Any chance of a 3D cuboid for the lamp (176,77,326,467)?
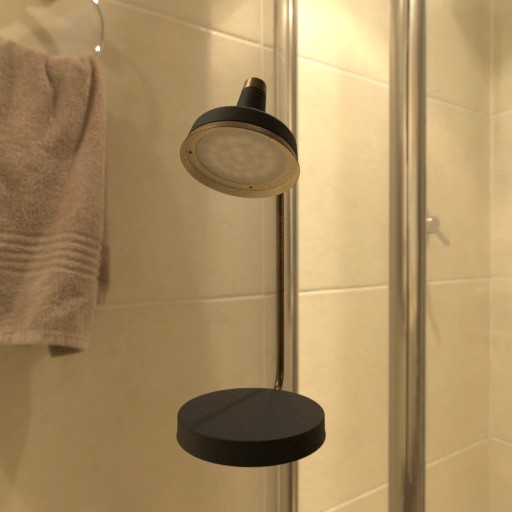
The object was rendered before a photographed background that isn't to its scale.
[{"bbox_3d":[0.000,0.000,0.499,0.162,0.385,0.218,0,1,18],"label":"lamp"}]
